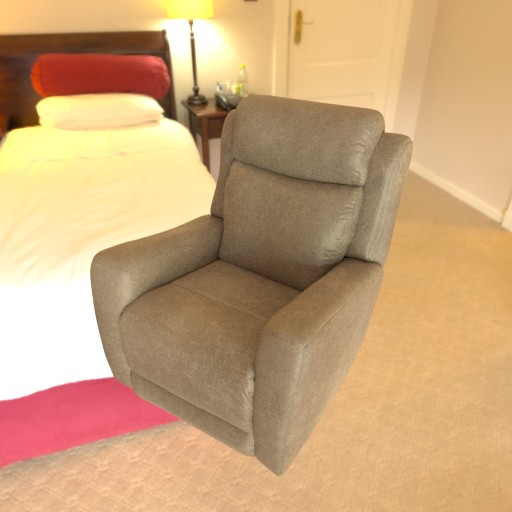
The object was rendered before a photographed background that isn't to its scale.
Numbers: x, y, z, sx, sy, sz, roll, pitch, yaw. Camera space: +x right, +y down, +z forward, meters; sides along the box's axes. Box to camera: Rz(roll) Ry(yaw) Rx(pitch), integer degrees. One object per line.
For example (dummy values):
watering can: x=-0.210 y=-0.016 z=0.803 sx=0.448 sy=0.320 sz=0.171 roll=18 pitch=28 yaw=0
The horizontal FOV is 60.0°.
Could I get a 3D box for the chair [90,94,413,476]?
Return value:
chair: x=0.000 y=0.000 z=1.881 sx=0.965 sy=1.116 sz=1.068 roll=19 pitch=36 yaw=28
